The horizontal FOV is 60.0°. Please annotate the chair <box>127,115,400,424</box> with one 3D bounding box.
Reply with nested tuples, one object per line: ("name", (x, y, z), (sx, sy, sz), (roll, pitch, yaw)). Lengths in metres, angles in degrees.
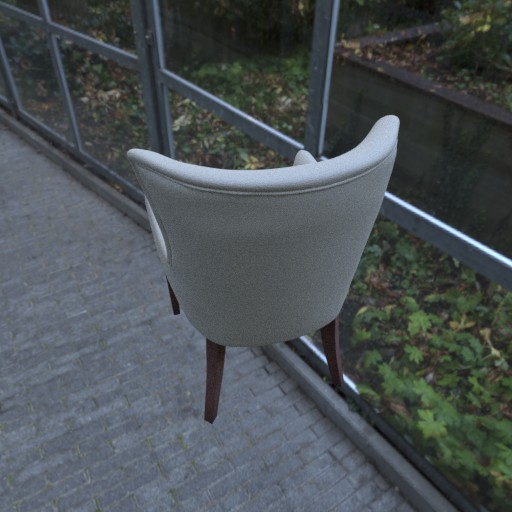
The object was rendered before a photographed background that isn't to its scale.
("chair", (0.000, 0.000, 1.411), (0.660, 0.952, 0.686), (-11, 41, -13))
